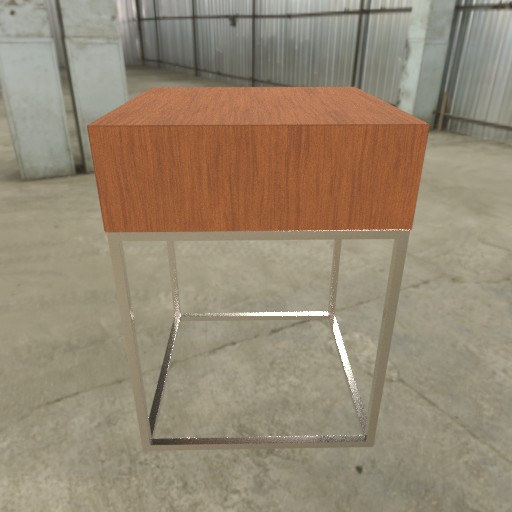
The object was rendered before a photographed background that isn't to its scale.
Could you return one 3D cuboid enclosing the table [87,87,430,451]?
[{"bbox_3d":[0.000,0.000,0.812,0.398,0.540,0.397,-1,27,-1],"label":"table"}]
